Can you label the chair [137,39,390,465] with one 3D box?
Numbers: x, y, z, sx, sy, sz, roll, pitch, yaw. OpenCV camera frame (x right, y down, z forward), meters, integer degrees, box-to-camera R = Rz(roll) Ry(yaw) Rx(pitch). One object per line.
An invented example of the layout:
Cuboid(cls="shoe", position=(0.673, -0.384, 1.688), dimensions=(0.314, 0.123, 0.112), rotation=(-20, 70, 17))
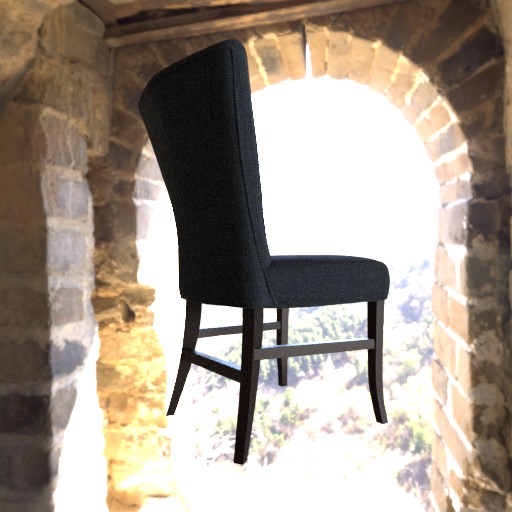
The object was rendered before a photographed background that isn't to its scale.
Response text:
Cuboid(cls="chair", position=(0.000, 0.000, 1.336), dimensions=(0.660, 0.991, 0.520), rotation=(0, 0, -36))
